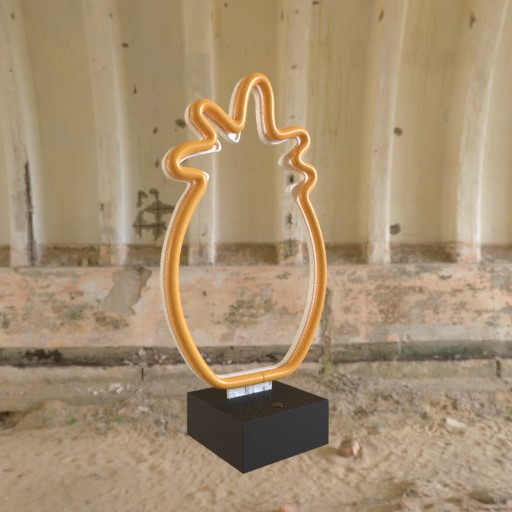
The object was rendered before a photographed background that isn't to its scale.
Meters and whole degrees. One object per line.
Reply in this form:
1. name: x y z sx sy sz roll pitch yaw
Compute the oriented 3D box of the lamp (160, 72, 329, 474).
1. lamp: 0.000 0.000 0.383 0.167 0.317 0.088 0 0 -36
